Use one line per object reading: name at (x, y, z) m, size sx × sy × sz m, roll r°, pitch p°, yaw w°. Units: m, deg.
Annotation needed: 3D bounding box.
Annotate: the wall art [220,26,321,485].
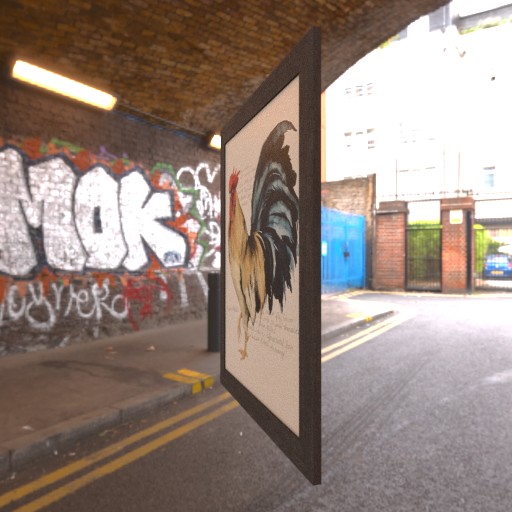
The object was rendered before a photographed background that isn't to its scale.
wall art at (0.000, 0.000, 0.777) m, size 0.013 × 0.570 × 0.476 m, roll 0°, pitch 0°, yaw -19°
